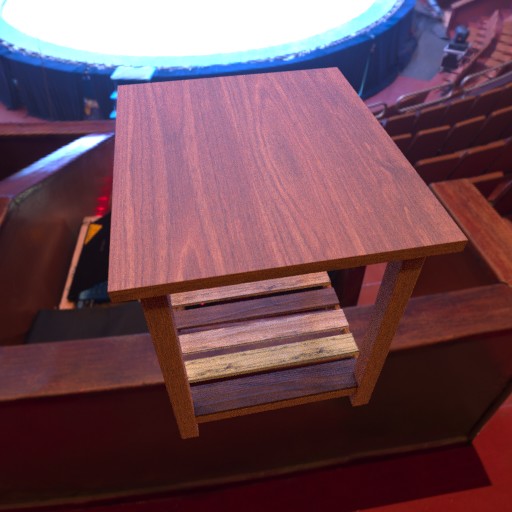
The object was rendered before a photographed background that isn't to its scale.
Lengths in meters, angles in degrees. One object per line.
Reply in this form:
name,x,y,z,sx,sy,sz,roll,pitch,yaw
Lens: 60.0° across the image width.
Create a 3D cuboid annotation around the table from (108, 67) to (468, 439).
table,0.000,0.000,1.121,0.559,0.635,0.660,-8,47,-8
